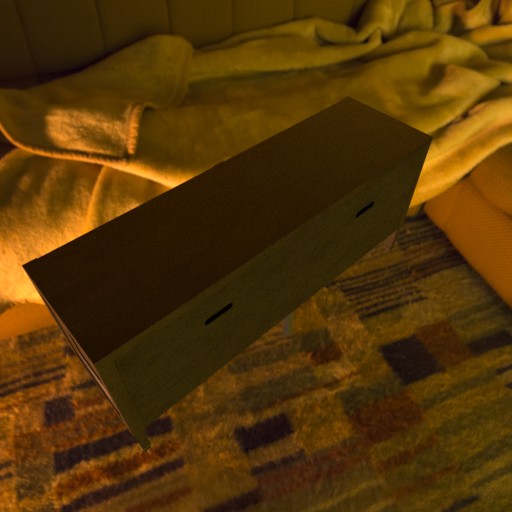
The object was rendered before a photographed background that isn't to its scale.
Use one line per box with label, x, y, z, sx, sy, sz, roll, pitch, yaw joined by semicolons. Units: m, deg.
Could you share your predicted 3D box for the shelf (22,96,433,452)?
shelf;0.000;0.000;1.896;1.575;0.719;0.479;-34;56;-27
